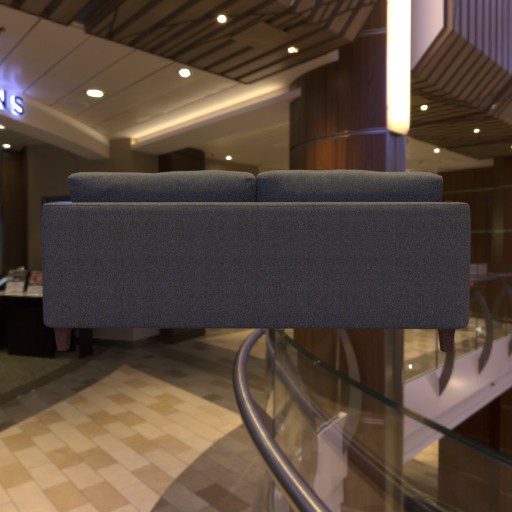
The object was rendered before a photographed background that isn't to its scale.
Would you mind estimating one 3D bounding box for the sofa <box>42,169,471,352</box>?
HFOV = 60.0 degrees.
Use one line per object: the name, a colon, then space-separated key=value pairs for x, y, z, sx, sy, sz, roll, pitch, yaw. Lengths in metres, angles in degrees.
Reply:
sofa: x=0.000 y=0.000 z=2.710 sx=2.208 sy=0.965 sz=0.948 roll=0 pitch=2 yaw=1
